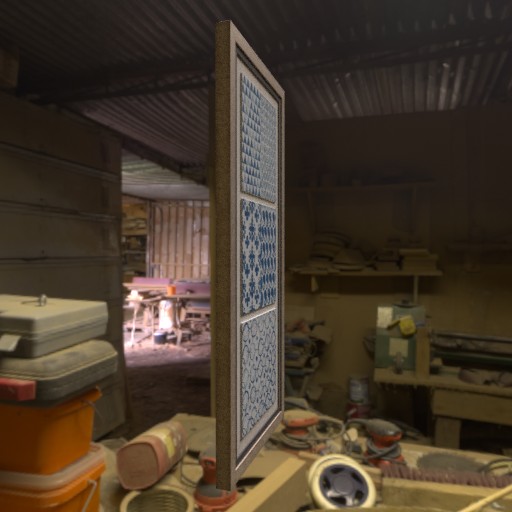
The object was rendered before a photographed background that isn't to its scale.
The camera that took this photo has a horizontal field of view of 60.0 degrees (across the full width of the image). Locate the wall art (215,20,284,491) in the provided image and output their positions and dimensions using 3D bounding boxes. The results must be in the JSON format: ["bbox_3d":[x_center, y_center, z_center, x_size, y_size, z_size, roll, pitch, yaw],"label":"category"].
[{"bbox_3d":[0.000,0.000,1.688,0.051,1.461,0.648,0,1,19],"label":"wall art"}]
